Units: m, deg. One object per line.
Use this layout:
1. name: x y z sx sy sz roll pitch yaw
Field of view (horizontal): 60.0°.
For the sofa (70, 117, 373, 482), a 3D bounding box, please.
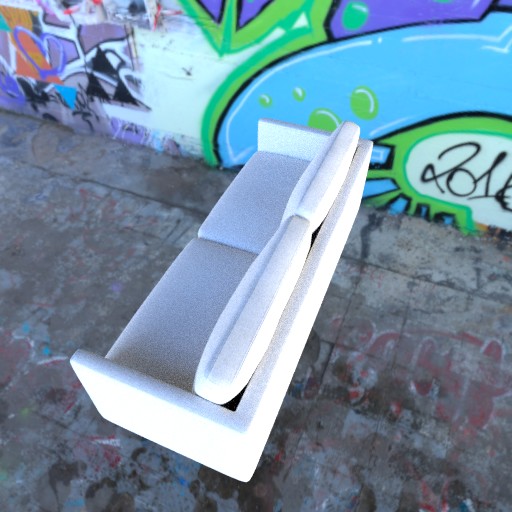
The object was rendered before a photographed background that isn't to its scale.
1. sofa: 0.000 0.000 2.914 0.948 0.965 2.434 17 50 15
